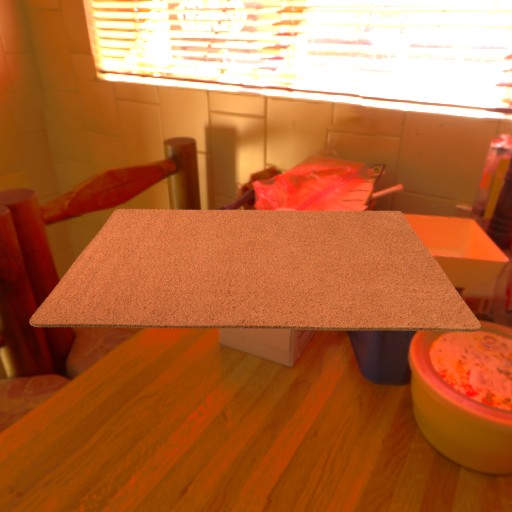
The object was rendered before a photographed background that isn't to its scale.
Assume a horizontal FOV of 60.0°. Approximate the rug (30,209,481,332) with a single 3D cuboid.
[{"bbox_3d":[0.000,0.000,3.400,2.700,0.024,1.801,0,28,1],"label":"rug"}]
